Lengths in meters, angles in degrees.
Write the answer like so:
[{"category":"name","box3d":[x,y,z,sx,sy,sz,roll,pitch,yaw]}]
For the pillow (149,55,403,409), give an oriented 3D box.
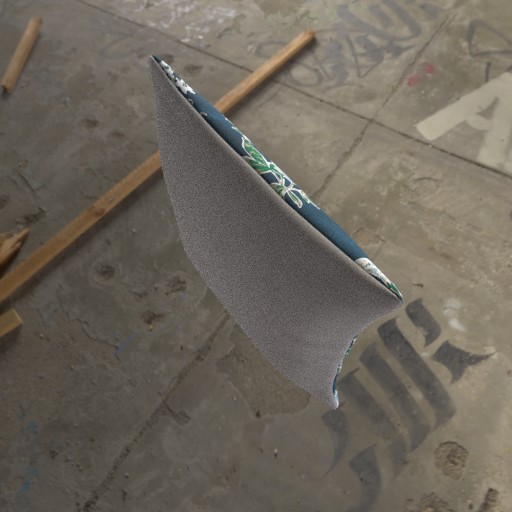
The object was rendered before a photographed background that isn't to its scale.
[{"category":"pillow","box3d":[0.000,0.000,0.786,0.166,0.508,0.525,-33,64,-18]}]
